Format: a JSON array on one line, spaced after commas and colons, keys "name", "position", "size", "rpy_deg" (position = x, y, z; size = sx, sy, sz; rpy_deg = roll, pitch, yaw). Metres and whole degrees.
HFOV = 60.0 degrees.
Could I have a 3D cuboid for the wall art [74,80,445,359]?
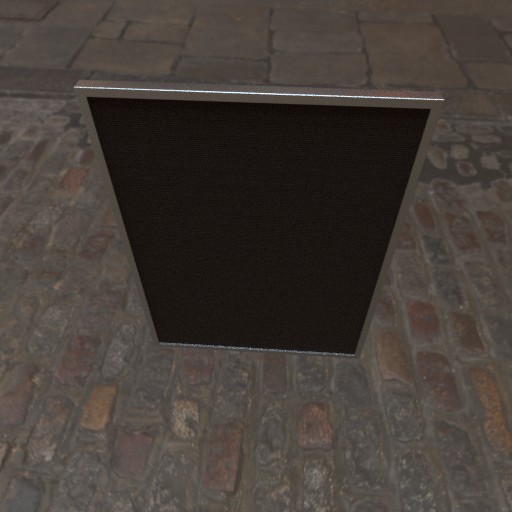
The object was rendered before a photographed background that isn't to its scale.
[{"name": "wall art", "position": [0.000, 0.000, 1.352], "size": [0.801, 1.062, 0.037], "rpy_deg": [3, 47, 3]}]
